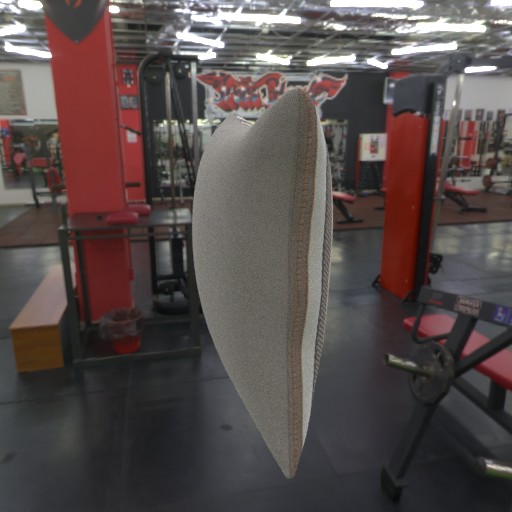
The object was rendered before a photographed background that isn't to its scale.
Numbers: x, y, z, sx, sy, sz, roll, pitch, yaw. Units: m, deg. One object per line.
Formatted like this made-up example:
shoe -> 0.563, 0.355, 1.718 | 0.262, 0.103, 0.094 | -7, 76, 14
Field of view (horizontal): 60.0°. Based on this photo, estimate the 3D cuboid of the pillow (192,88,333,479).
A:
pillow -> 0.000, 0.000, 0.618 | 0.173, 0.401, 0.416 | -3, 15, -10
